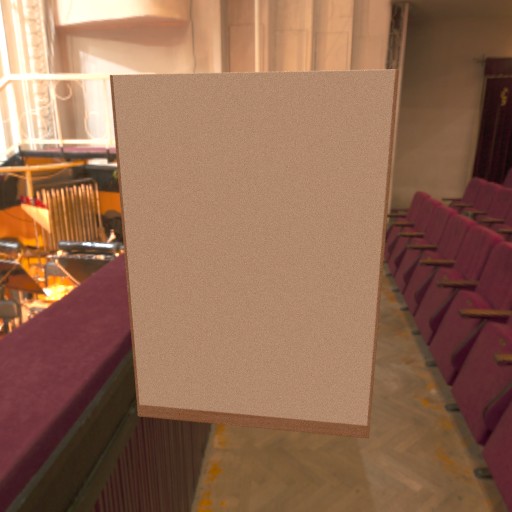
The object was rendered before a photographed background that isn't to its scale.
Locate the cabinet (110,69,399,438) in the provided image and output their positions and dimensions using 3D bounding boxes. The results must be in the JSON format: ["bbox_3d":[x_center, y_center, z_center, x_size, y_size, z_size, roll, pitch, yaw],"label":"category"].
[{"bbox_3d":[0.000,0.000,2.837,1.500,2.120,0.590,2,16,8],"label":"cabinet"}]
